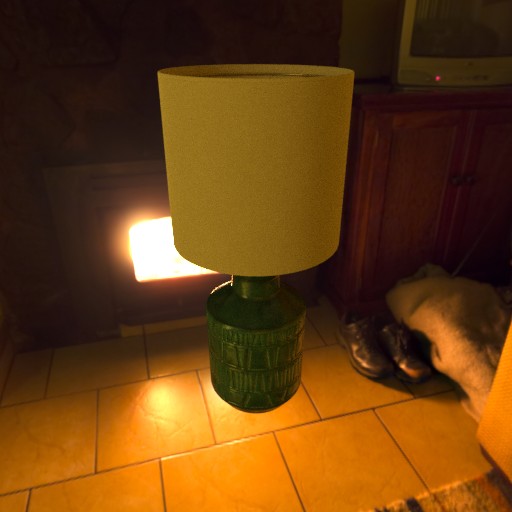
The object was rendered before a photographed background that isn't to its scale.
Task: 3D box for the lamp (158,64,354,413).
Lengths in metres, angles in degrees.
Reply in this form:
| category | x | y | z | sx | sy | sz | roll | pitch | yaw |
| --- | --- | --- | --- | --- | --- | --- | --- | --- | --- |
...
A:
| category | x | y | z | sx | sy | sz | roll | pitch | yaw |
| --- | --- | --- | --- | --- | --- | --- | --- | --- | --- |
| lamp | 0.000 | 0.000 | 0.586 | 0.211 | 0.455 | 0.211 | -18 | 32 | -32 |
